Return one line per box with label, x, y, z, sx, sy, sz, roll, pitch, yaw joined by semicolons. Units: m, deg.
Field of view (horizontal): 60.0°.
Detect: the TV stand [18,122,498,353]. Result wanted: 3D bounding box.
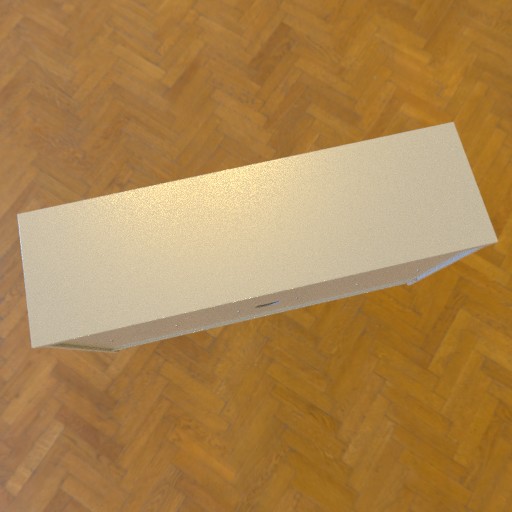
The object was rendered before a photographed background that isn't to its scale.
TV stand;0.000;0.000;1.411;1.167;0.603;0.344;-13;77;-3
